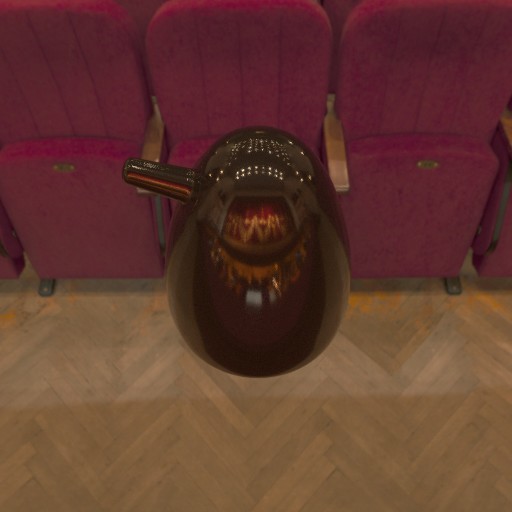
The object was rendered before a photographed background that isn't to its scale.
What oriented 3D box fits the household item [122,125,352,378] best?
[{"bbox_3d":[0.000,0.000,0.225,0.104,0.152,0.102,0,59,0],"label":"household item"}]
